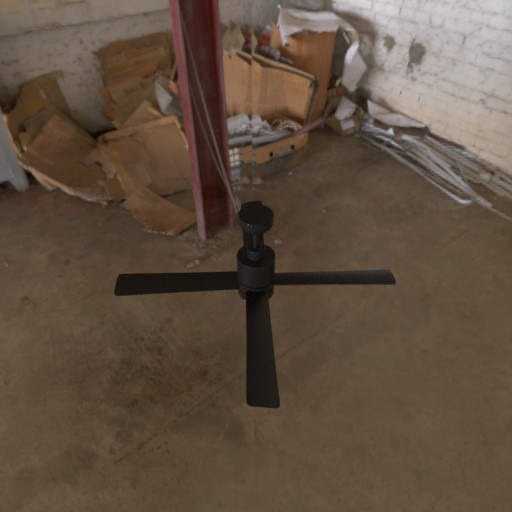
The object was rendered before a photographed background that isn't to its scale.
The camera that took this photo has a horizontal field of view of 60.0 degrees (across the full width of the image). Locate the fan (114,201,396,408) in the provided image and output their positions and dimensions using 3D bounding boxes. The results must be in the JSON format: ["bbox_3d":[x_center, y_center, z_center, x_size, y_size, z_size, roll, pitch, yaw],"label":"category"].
[{"bbox_3d":[0.000,0.000,2.315,1.525,0.534,1.525,-1,41,-1],"label":"fan"}]
